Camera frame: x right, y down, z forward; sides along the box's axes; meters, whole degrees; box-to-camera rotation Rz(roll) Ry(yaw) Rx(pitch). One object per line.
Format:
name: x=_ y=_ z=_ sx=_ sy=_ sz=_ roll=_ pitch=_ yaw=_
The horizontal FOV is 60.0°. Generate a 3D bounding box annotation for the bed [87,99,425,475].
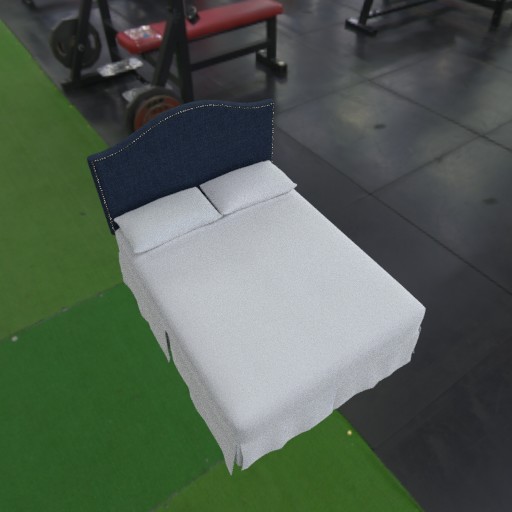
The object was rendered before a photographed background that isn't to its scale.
bed: x=0.000 y=0.000 z=3.347 sx=1.725 sy=1.518 sz=2.153 roll=-25 pitch=52 yaw=-22
